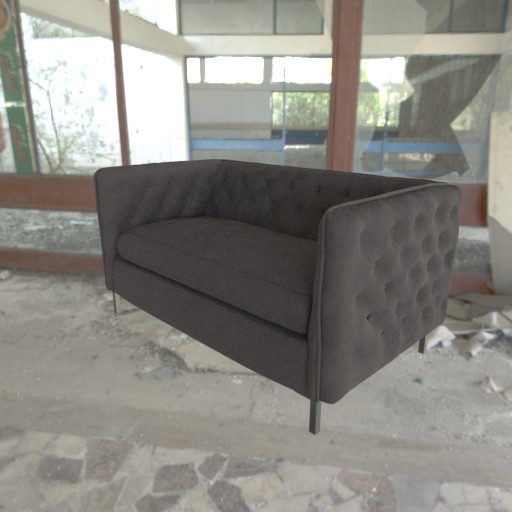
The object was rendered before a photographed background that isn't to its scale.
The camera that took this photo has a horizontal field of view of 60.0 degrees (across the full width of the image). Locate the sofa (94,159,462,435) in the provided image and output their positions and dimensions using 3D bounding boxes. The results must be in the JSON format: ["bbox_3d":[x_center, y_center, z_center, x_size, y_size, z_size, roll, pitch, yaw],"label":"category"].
[{"bbox_3d":[0.000,0.000,2.169,0.909,0.810,1.583,-17,24,-42],"label":"sofa"}]
